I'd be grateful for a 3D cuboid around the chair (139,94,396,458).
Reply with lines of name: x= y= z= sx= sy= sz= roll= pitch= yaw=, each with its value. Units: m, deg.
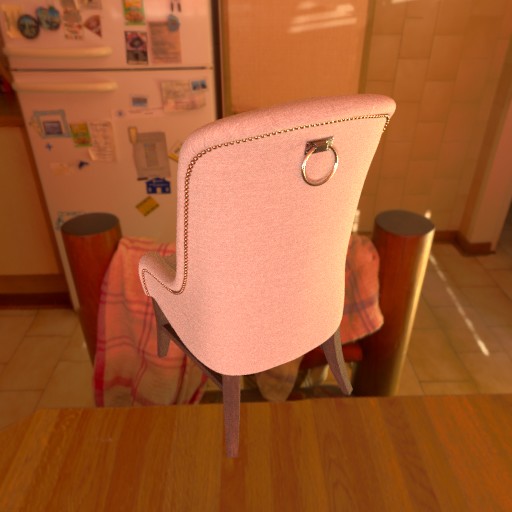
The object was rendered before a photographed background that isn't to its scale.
chair: x=0.000 y=0.000 z=1.458 sx=0.634 sy=1.091 sz=0.629 roll=-18 pitch=35 yaw=-27
